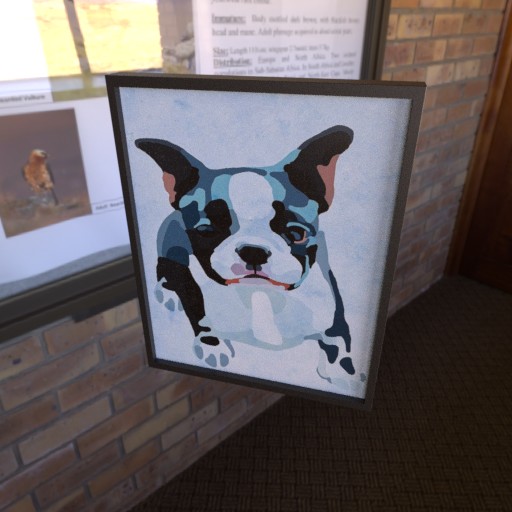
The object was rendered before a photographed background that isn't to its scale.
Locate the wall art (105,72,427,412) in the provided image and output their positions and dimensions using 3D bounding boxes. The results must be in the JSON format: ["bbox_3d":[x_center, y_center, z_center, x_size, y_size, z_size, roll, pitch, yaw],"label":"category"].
[{"bbox_3d":[0.000,0.000,0.492,0.294,0.369,0.030,7,29,13],"label":"wall art"}]
